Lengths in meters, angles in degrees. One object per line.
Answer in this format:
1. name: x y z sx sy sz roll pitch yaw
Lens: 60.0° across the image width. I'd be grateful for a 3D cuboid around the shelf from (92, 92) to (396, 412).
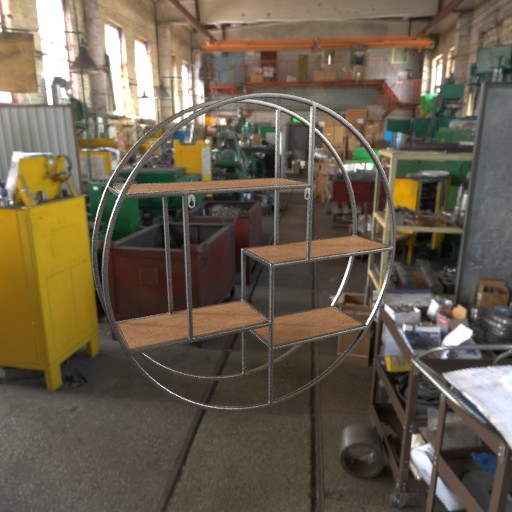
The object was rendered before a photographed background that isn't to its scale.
1. shelf: 0.000 0.000 1.303 0.888 0.888 0.202 -7 17 -25
